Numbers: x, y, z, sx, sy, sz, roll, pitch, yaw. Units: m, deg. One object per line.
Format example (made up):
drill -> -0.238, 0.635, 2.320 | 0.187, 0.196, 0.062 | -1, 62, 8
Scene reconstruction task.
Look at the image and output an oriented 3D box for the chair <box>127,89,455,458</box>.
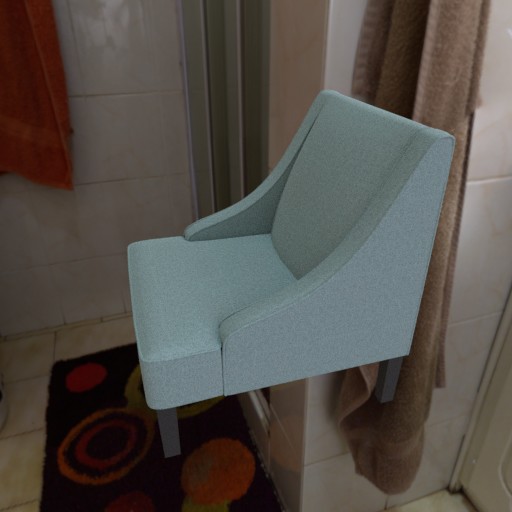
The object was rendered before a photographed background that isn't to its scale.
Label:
chair -> 0.000, 0.000, 1.823 | 1.025, 1.133, 0.857 | -8, 31, -15
